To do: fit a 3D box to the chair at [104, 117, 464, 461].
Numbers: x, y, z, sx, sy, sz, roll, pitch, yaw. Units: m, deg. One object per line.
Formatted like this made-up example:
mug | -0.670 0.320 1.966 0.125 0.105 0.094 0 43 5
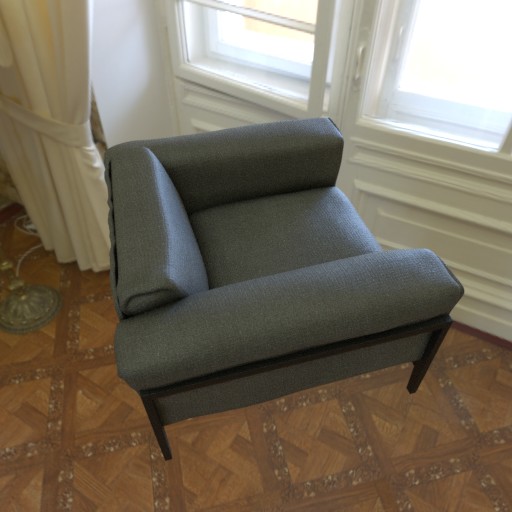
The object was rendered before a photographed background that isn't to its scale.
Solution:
chair | 0.000 0.000 1.638 0.969 0.646 1.056 -11 46 -11
